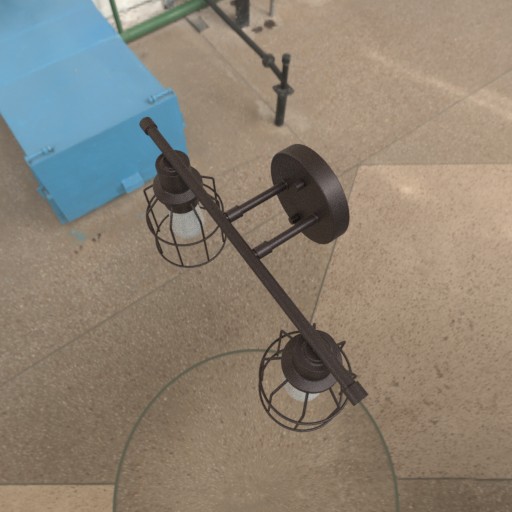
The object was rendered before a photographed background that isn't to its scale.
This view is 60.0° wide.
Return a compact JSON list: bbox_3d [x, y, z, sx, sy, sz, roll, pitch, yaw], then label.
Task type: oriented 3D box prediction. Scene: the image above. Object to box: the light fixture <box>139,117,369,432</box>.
[{"bbox_3d":[0.000,0.000,0.542,0.165,0.254,0.406,-32,67,-15],"label":"light fixture"}]
